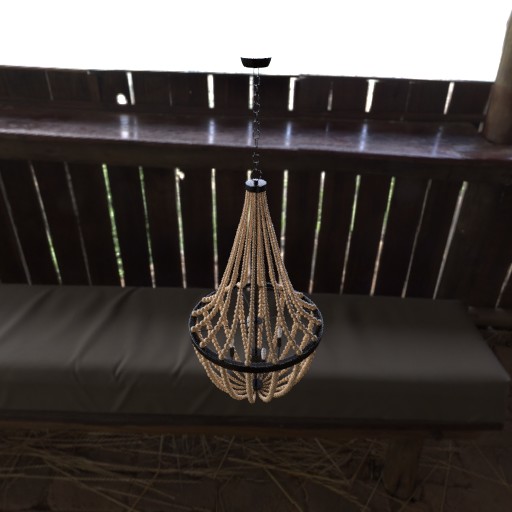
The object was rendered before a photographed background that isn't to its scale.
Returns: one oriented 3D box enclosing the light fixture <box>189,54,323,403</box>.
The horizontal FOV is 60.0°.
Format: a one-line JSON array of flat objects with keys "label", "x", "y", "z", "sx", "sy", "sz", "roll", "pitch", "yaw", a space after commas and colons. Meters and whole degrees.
[{"label": "light fixture", "x": 0.000, "y": 0.000, "z": 1.370, "sx": 0.450, "sy": 1.133, "sz": 0.450, "roll": 0, "pitch": 31, "yaw": 0}]
